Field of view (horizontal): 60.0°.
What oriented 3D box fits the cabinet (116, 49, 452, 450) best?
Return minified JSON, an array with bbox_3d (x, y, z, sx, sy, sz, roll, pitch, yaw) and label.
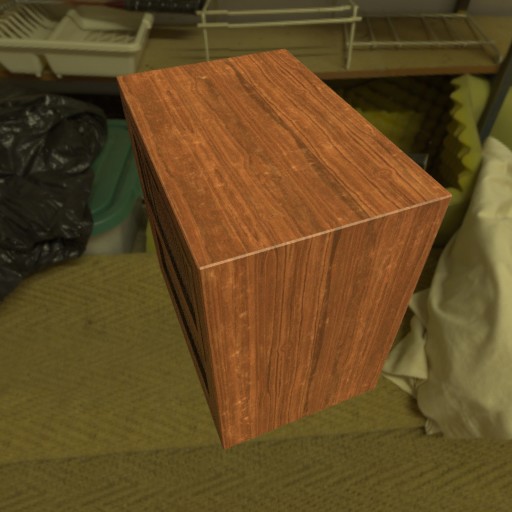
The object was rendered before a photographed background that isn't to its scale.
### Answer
[{"bbox_3d":[0.000,0.000,1.066,0.410,0.695,0.607,-16,48,-15],"label":"cabinet"}]
